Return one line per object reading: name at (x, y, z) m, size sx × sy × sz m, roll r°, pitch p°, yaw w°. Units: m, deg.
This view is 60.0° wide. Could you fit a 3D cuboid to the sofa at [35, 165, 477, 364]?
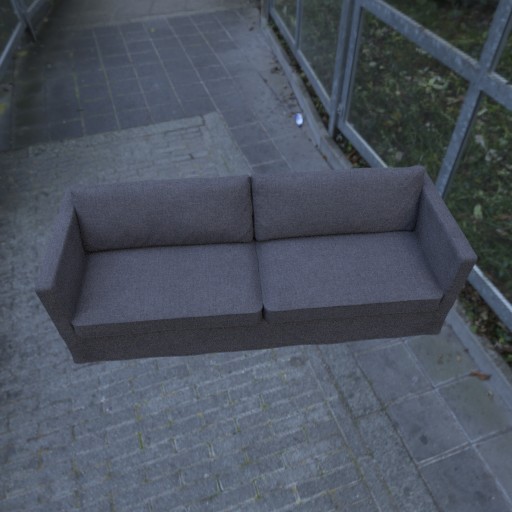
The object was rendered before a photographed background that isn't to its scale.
sofa at (0.000, 0.000, 3.288) m, size 2.779 × 0.998 × 1.036 m, roll -4°, pitch 47°, yaw -4°
